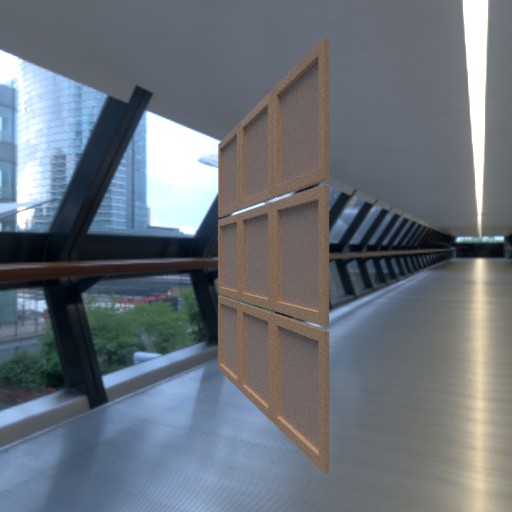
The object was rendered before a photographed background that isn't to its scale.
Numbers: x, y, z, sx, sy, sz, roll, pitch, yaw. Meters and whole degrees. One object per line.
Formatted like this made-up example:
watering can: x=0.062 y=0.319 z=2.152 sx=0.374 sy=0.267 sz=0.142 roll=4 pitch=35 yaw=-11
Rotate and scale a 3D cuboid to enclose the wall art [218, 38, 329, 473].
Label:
wall art: x=0.000 y=0.000 z=1.361 sx=0.012 sy=0.910 sz=0.917 roll=0 pitch=0 yaw=-19
